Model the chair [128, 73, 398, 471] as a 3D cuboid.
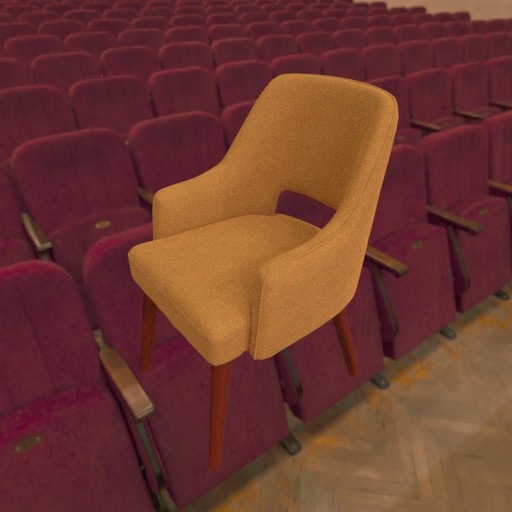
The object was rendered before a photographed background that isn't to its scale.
[{"bbox_3d":[0.000,0.000,1.205,0.605,0.849,0.548,-21,37,-31],"label":"chair"}]
